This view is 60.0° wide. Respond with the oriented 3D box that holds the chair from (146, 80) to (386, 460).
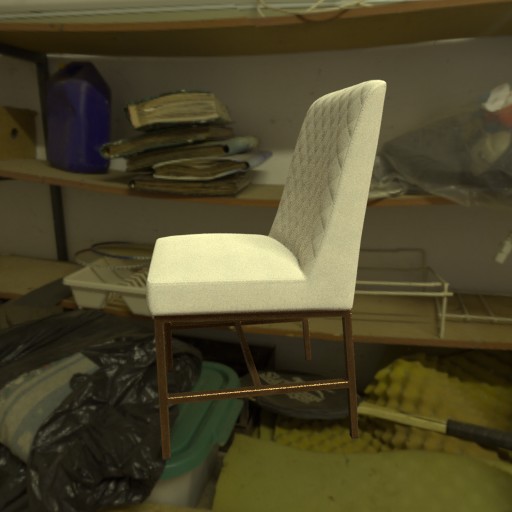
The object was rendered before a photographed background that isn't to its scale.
[{"bbox_3d":[0.000,0.000,1.289,0.597,0.933,0.503,-2,14,-9],"label":"chair"}]
